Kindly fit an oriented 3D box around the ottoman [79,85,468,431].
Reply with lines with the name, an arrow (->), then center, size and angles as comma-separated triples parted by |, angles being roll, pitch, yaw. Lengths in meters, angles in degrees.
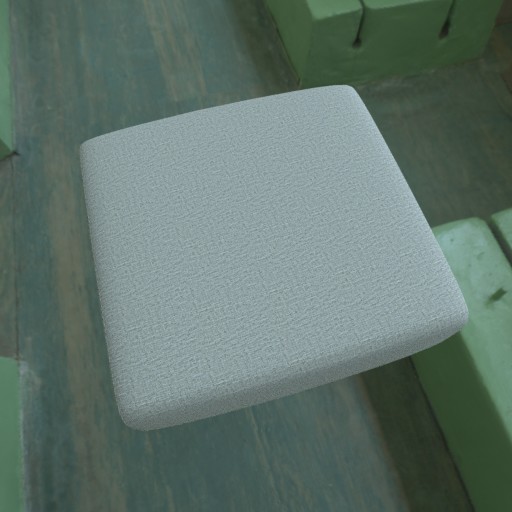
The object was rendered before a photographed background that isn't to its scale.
ottoman -> 0.000, 0.000, 1.033 | 0.650, 0.398, 0.649 | -15, 65, -7
